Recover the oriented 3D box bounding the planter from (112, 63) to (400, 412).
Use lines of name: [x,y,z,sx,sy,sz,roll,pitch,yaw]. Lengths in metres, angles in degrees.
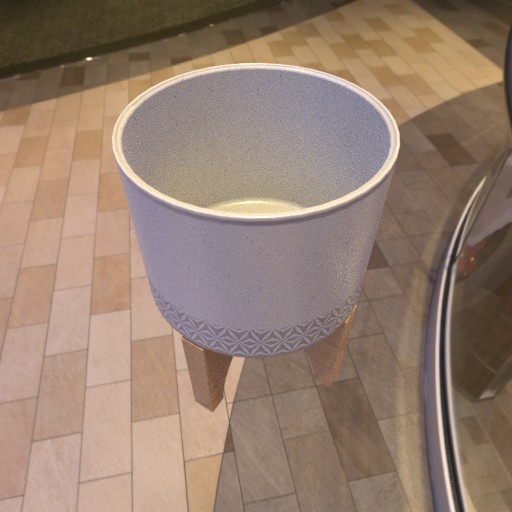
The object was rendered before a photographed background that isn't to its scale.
planter: [0.000,0.000,0.268,0.130,0.178,0.130,0,47,0]
